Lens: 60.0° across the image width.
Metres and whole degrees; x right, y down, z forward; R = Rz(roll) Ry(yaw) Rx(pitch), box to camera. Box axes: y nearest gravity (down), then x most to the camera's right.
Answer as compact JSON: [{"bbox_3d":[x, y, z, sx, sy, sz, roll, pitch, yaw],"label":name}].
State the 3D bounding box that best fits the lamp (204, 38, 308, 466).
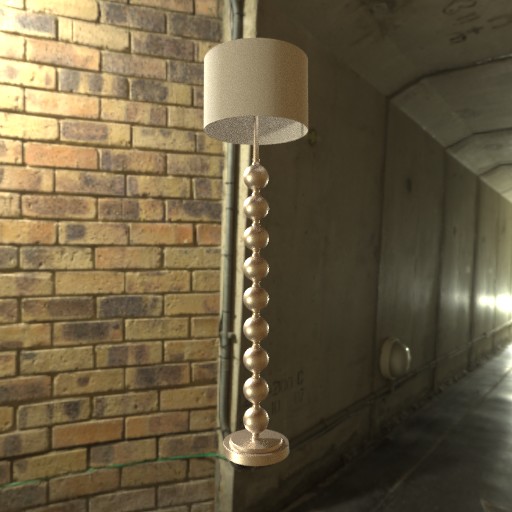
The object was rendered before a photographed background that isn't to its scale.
[{"bbox_3d":[0.000,0.000,1.679,0.394,1.474,0.394,0,0,0],"label":"lamp"}]
